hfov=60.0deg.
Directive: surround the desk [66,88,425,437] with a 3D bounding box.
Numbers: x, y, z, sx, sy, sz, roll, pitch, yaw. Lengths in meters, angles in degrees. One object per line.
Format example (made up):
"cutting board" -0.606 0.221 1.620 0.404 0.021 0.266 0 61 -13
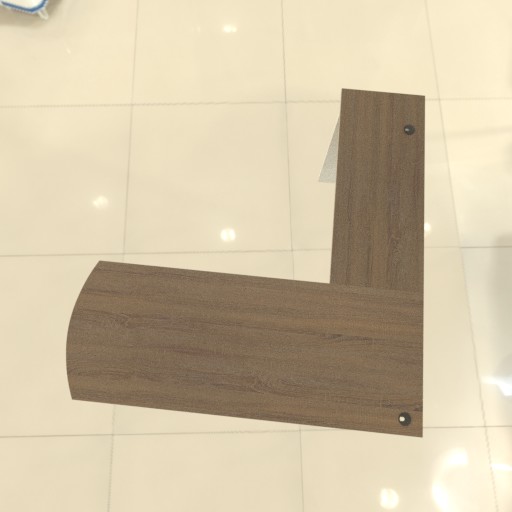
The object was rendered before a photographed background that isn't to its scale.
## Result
"desk" 0.000 0.000 2.068 1.303 0.716 1.361 6 75 1
